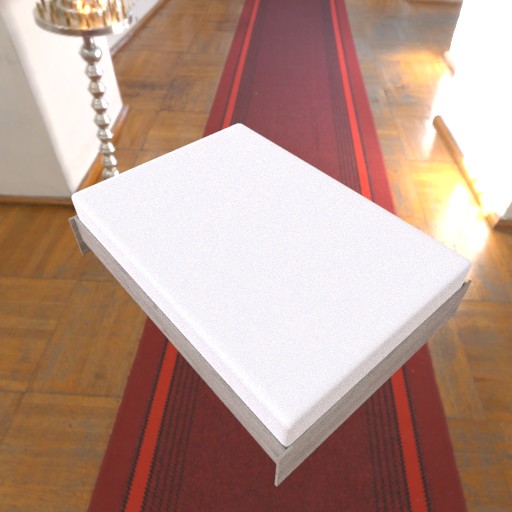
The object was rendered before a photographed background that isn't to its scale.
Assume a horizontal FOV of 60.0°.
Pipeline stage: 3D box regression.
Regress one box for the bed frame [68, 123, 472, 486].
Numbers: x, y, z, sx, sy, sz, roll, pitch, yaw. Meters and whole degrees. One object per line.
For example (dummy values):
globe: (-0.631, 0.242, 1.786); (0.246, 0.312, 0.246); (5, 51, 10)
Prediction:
bed frame: (0.000, 0.000, 2.660); (1.445, 0.497, 1.945); (-32, 54, -27)
